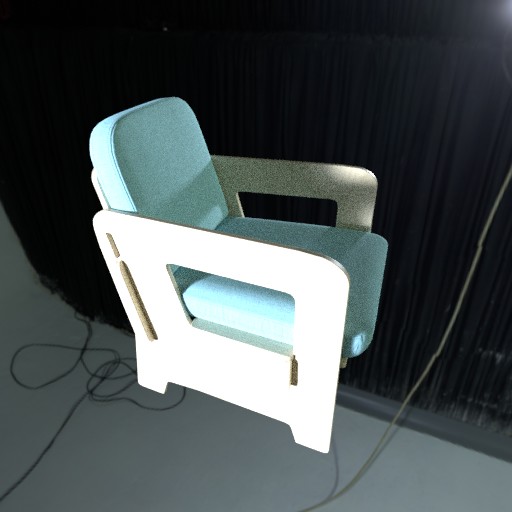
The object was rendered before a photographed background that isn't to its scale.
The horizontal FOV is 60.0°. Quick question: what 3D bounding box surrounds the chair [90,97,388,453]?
[{"bbox_3d":[0.000,0.000,1.272,0.710,0.800,0.590,10,32,16],"label":"chair"}]
